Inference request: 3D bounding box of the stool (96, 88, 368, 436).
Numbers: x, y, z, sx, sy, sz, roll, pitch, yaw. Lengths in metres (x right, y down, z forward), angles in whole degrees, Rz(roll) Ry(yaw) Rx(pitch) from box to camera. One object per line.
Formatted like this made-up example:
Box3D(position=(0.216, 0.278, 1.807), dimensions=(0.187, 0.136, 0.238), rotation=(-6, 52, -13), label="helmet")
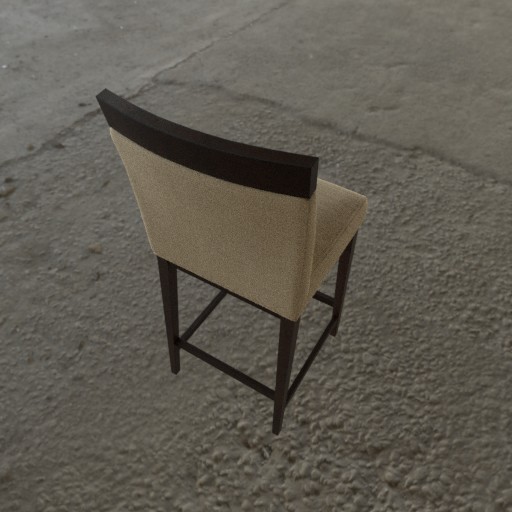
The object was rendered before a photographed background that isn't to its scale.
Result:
Box3D(position=(0.000, 0.000, 1.377), dimensions=(0.511, 1.117, 0.531), rotation=(24, 50, 21), label="stool")
